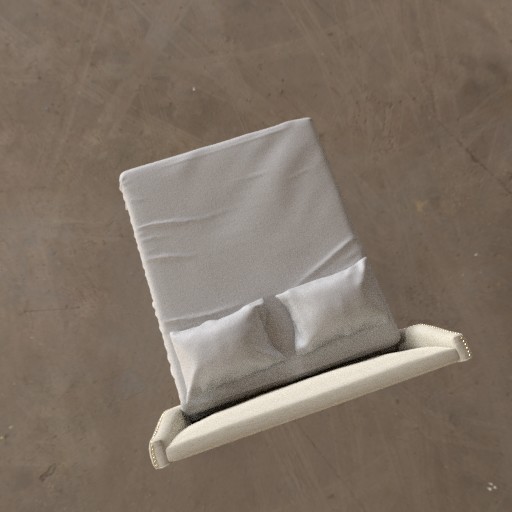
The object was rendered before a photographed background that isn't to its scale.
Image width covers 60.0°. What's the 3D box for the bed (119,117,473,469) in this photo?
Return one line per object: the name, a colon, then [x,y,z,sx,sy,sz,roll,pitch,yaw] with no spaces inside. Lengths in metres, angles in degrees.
bed: [0.000,0.000,3.361,1.925,1.332,2.276,-18,76,-5]
